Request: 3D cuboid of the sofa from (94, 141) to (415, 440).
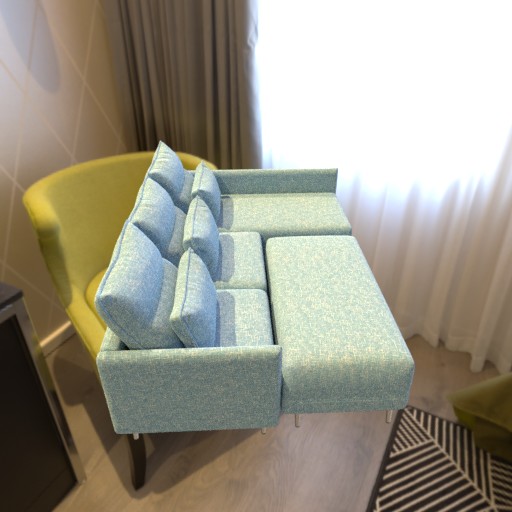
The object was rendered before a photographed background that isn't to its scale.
[{"bbox_3d":[0.000,0.000,2.773,1.420,0.899,2.034,-2,33,-2],"label":"sofa"}]
